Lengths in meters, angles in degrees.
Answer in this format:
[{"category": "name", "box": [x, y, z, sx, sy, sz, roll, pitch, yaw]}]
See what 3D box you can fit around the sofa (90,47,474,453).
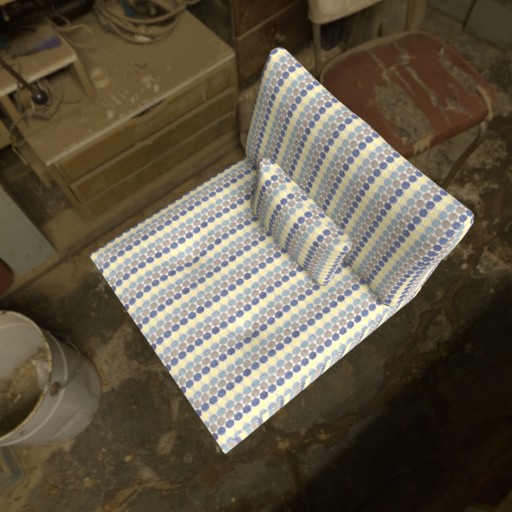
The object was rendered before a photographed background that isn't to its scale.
[{"category": "sofa", "box": [0.000, 0.000, 1.664, 1.000, 0.830, 0.930, -35, 69, -15]}]
